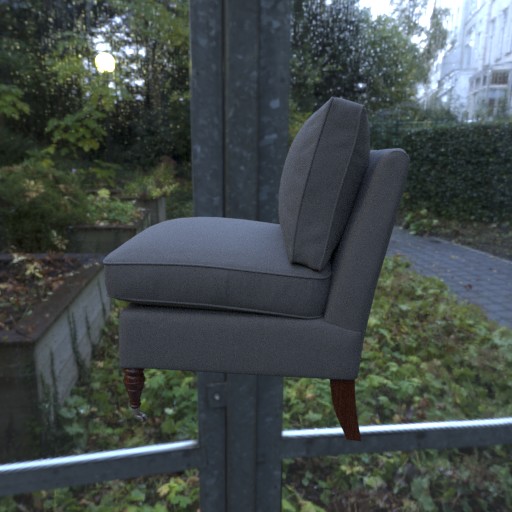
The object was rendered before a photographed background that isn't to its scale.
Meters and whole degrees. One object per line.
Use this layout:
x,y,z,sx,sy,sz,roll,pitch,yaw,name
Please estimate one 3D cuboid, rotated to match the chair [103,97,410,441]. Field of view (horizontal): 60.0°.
0.000,0.000,1.662,0.924,1.045,0.724,1,13,6,chair
